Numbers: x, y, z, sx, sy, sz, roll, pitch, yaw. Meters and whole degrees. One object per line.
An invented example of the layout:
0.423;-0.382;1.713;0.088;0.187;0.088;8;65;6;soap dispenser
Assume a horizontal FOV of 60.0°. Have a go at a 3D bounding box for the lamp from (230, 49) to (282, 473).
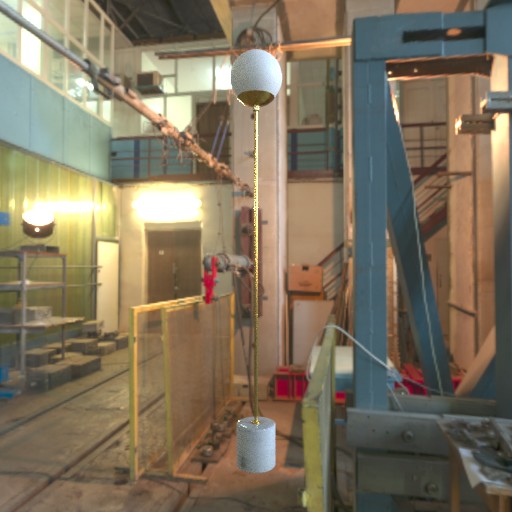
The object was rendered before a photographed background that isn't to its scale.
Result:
0.000;0.000;1.884;0.224;1.753;0.224;1;-2;-36;lamp
